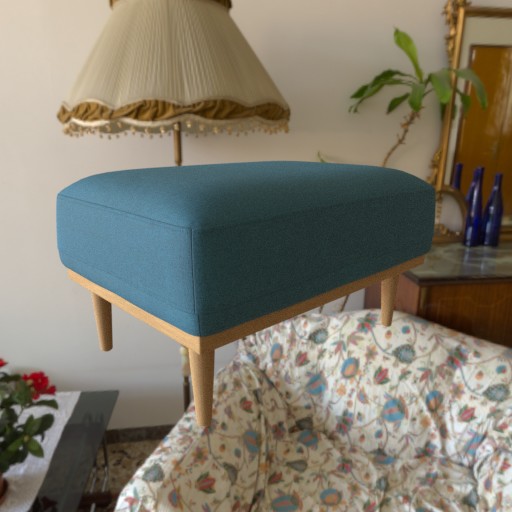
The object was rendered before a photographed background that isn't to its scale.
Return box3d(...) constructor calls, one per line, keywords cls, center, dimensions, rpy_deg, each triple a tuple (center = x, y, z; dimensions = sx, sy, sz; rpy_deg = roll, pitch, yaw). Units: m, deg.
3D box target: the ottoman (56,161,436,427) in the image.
box3d(cls="ottoman", center=(0.000, 0.000, 1.065), dimensions=(0.749, 0.428, 0.549), rpy_deg=(-14, 21, -41))
